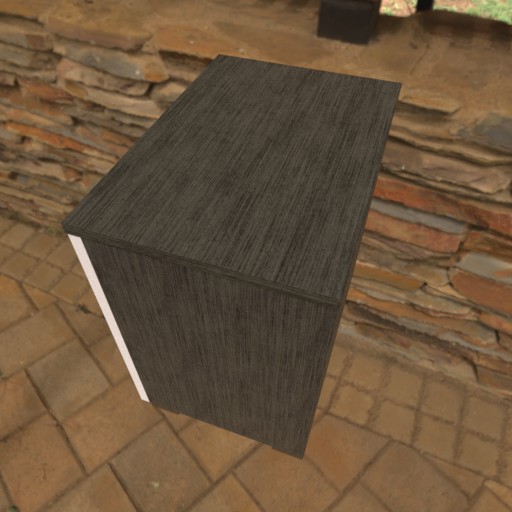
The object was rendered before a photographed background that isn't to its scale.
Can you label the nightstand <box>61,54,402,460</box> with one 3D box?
[{"bbox_3d":[0.000,0.000,0.756,0.325,0.460,0.441,15,50,13],"label":"nightstand"}]
